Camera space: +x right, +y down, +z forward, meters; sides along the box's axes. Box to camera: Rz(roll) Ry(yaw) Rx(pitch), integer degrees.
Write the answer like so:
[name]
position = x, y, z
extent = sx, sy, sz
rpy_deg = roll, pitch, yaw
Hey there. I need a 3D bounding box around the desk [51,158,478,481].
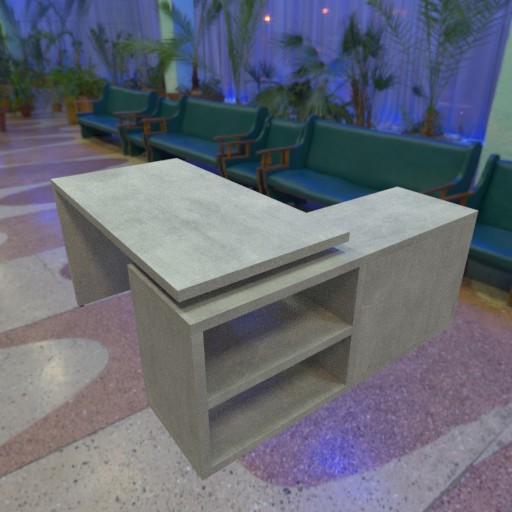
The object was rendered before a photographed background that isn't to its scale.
[desk]
position = 0.000, 0.000, 2.262
extent = 1.500, 0.740, 1.400
rpy_deg = -18, 32, -32
